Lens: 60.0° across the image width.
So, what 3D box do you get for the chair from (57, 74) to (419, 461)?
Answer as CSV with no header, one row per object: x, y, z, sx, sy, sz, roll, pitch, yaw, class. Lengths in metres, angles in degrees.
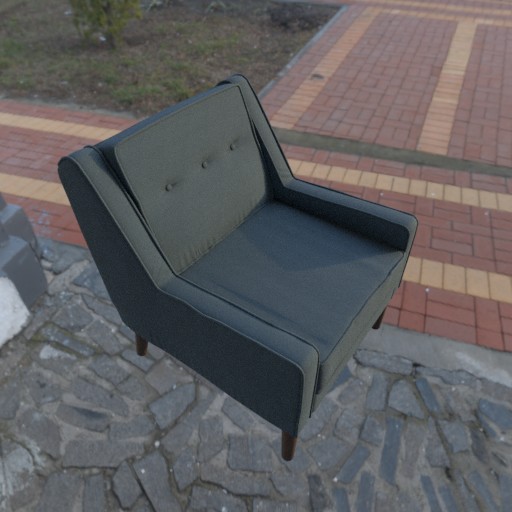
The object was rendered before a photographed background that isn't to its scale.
0.000,0.000,1.312,0.733,0.780,0.663,26,48,26,chair
